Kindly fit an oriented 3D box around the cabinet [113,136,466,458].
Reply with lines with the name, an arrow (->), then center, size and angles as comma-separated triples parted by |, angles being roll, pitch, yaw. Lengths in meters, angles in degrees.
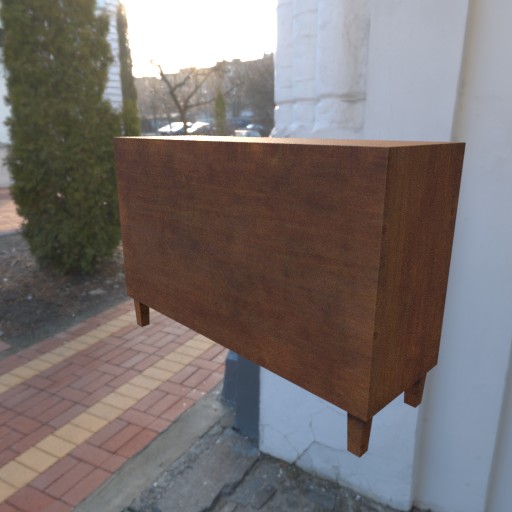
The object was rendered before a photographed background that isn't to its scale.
cabinet -> 0.000, 0.000, 1.581 | 0.403, 0.805, 1.204 | -15, 22, -42
